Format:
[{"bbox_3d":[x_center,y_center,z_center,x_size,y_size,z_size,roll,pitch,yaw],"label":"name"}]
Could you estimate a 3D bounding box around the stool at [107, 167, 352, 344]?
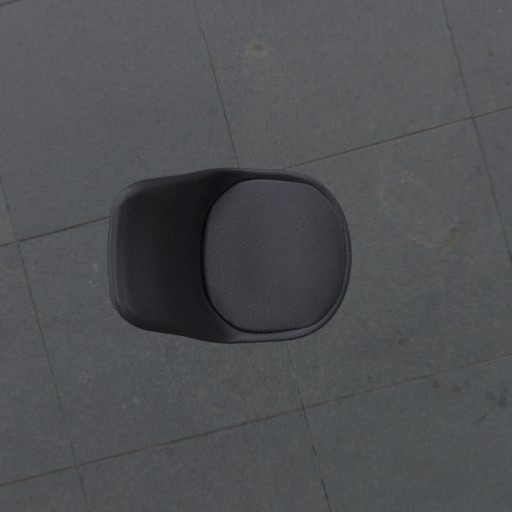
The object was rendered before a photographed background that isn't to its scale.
[{"bbox_3d":[0.000,0.000,1.404,0.550,1.115,0.485,0,90,2],"label":"stool"}]
